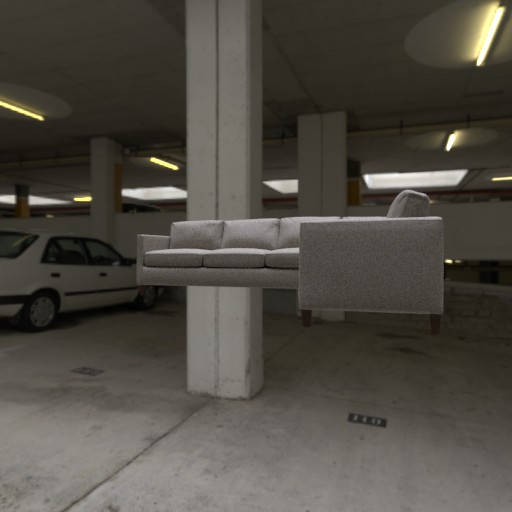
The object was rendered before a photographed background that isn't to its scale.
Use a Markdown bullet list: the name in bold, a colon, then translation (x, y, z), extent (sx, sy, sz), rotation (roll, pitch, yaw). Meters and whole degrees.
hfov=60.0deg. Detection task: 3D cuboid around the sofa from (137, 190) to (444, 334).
- **sofa**: translation (0.000, 0.000, 4.454), extent (3.302, 0.947, 2.593), rotation (0, 1, 18)
